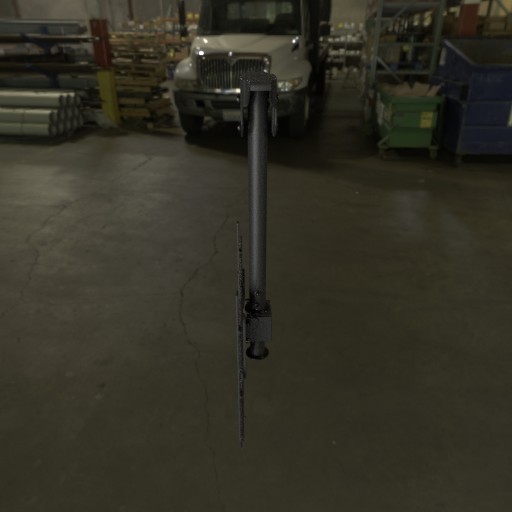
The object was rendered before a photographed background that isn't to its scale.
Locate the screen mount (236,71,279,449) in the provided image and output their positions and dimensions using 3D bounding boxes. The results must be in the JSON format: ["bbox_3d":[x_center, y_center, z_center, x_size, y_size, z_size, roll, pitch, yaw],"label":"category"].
[{"bbox_3d":[0.000,0.000,1.027,0.090,0.775,0.595,-1,27,-2],"label":"screen mount"}]
